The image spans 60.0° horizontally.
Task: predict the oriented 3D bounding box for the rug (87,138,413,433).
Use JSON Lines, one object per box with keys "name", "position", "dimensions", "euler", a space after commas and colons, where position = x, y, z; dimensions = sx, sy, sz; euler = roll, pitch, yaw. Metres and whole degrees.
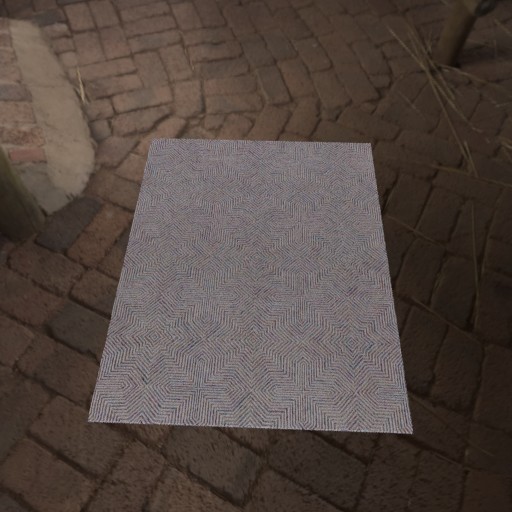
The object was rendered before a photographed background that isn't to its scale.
{"name": "rug", "position": [0.000, 0.000, 4.133], "dimensions": [2.442, 0.008, 3.046], "euler": [2, 58, 1]}
